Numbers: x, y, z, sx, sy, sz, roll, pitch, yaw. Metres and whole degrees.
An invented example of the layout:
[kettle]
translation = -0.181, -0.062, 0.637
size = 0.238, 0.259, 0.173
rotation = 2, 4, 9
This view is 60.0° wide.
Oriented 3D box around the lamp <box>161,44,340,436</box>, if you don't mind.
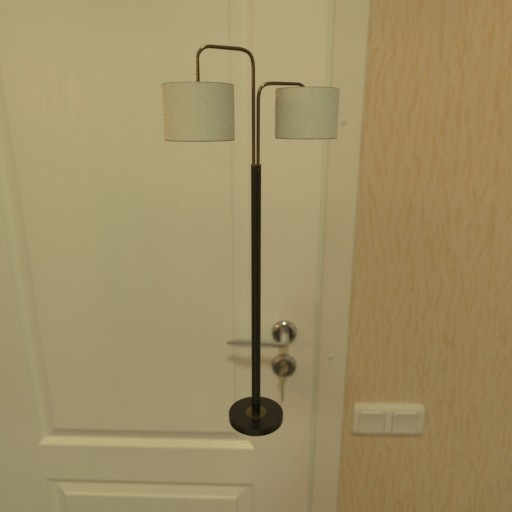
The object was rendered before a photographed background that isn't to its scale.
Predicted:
[lamp]
translation = 0.000, 0.000, 1.849
size = 0.711, 1.587, 0.254
rotation = -8, 19, -26
